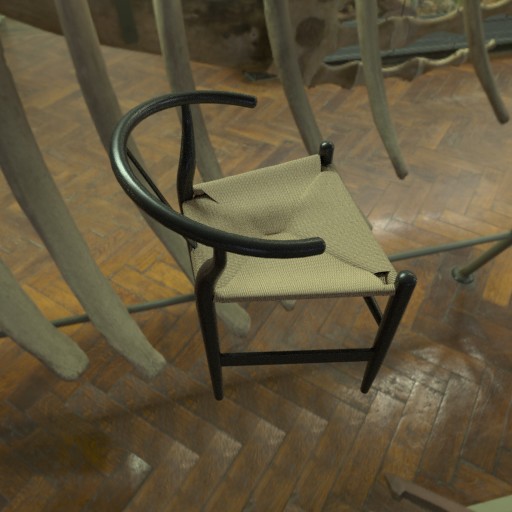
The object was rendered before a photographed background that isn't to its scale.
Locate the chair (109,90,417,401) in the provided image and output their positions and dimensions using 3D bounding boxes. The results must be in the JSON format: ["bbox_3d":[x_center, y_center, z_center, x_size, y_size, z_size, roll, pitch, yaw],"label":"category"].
[{"bbox_3d":[0.000,0.000,1.141,0.570,0.739,0.570,-9,48,-9],"label":"chair"}]
